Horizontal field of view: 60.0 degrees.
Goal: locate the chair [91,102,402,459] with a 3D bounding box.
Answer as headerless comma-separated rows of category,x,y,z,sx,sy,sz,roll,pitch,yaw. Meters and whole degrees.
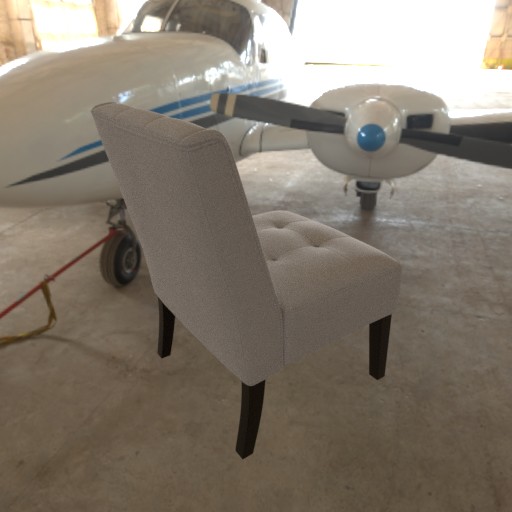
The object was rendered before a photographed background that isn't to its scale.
chair,0.000,0.000,1.296,0.676,0.853,0.569,-17,30,-31
